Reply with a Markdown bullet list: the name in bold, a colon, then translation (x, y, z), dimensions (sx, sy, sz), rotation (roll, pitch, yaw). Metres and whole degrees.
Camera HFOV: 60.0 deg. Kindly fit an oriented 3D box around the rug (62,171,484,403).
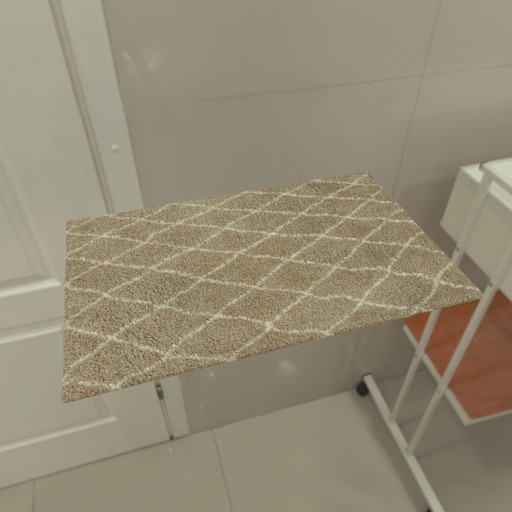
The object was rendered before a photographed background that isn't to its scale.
- **rug**: translation (0.000, 0.000, 2.967), dimensions (2.438, 0.030, 1.524), rotation (-11, 43, -13)
